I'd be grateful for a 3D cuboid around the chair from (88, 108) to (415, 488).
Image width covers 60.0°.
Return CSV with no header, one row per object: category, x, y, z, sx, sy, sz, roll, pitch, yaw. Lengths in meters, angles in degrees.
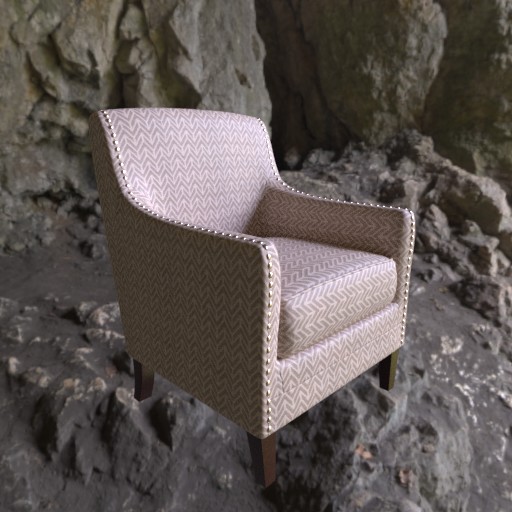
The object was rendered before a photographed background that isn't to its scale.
chair,0.000,0.000,1.255,0.651,0.816,0.623,14,20,43
